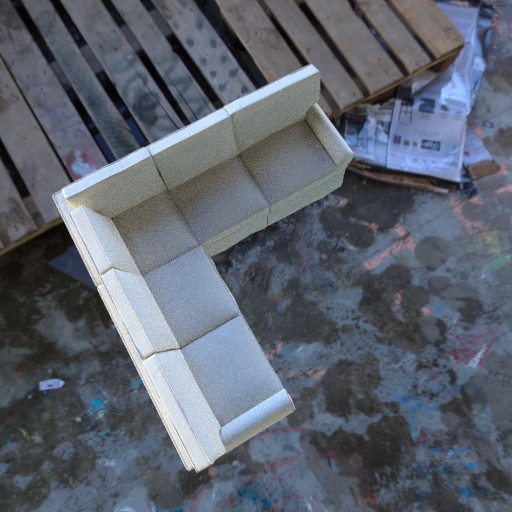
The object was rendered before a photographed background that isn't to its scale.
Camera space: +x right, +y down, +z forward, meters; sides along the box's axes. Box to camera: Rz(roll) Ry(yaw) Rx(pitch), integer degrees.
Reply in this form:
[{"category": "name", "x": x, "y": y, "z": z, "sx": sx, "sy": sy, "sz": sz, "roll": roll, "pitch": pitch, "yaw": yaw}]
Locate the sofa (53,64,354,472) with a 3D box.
[{"category": "sofa", "x": 0.000, "y": 0.000, "z": 3.991, "sx": 2.597, "sy": 1.070, "sz": 2.591, "roll": -29, "pitch": 77, "yaw": -8}]
